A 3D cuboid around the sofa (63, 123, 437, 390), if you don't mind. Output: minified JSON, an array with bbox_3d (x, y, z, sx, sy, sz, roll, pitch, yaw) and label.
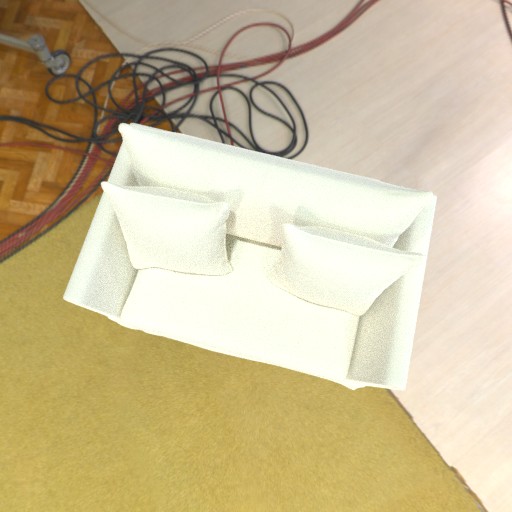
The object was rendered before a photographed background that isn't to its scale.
[{"bbox_3d":[0.000,0.000,2.320,1.608,1.039,1.026,14,75,4],"label":"sofa"}]
